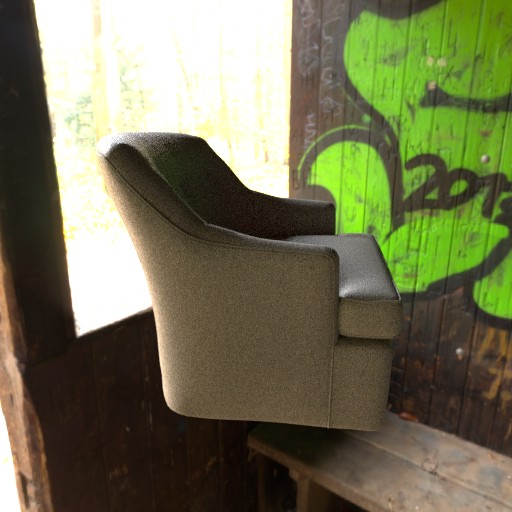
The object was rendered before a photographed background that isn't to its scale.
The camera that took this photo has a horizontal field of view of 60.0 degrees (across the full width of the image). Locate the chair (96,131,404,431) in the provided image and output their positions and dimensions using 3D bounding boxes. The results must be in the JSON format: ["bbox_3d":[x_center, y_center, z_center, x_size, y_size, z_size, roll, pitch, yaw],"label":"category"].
[{"bbox_3d":[0.000,0.000,1.584,0.923,0.856,0.864,3,16,9],"label":"chair"}]
